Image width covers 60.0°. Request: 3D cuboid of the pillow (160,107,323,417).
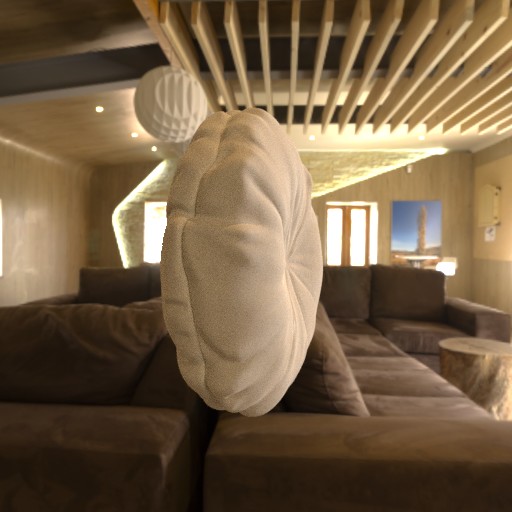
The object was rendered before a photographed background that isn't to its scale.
[{"bbox_3d":[0.000,0.000,0.643,0.148,0.407,0.428,0,1,19],"label":"pillow"}]
